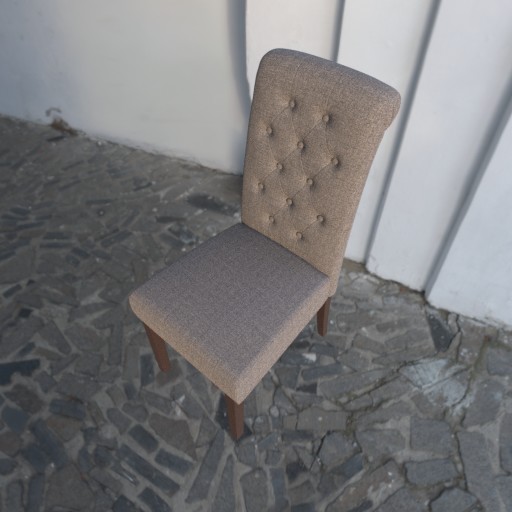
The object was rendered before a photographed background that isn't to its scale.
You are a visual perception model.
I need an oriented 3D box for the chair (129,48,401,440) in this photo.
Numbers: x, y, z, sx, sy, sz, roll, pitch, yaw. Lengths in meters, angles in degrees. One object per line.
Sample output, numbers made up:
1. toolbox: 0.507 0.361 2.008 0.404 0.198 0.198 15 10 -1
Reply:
1. chair: 0.000 0.000 1.365 0.456 1.006 0.671 33 55 27
